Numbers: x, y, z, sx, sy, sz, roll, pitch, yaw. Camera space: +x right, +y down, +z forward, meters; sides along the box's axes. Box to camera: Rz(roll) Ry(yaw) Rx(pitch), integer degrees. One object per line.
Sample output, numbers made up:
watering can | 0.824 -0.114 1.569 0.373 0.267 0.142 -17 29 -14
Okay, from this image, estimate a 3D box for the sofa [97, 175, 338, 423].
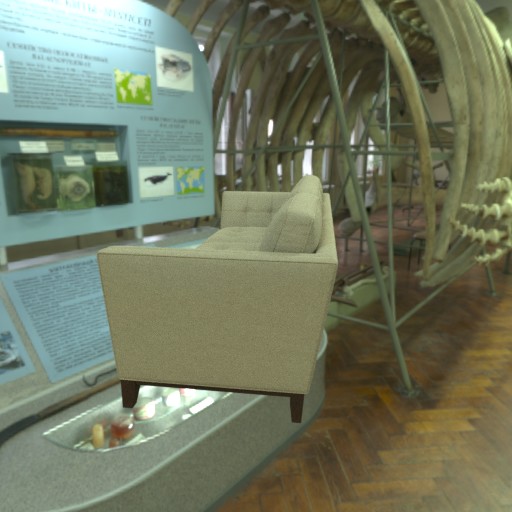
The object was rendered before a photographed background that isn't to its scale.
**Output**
sofa | 0.000 0.000 2.920 0.965 0.940 2.388 2 14 8
